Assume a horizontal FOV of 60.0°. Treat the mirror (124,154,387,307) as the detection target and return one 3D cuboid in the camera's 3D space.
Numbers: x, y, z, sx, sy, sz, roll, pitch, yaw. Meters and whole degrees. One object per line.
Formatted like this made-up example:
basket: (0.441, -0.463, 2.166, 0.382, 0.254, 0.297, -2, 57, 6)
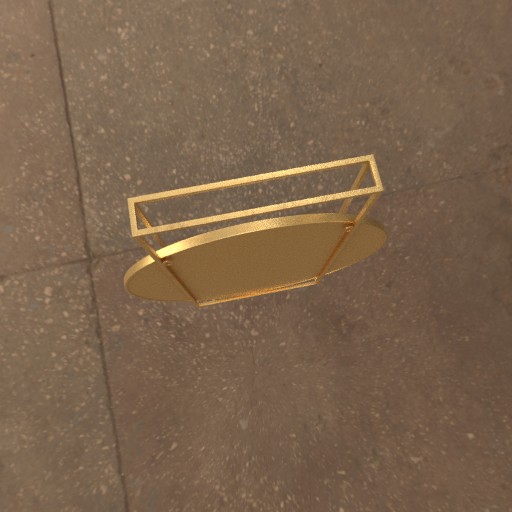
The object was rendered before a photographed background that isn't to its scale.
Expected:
mirror: (0.000, 0.000, 0.842, 0.508, 0.603, 0.051, -11, 76, -3)
